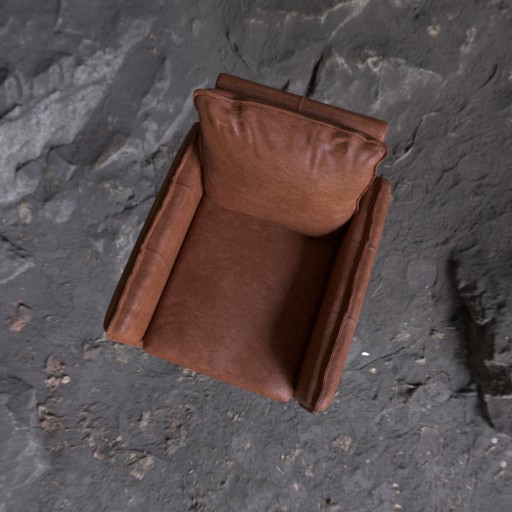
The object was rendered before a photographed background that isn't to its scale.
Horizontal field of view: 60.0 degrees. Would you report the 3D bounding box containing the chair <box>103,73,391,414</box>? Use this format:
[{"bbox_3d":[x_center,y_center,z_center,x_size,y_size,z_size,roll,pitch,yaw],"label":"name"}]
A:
[{"bbox_3d":[0.000,0.000,1.637,0.830,0.922,0.922,19,76,5],"label":"chair"}]
